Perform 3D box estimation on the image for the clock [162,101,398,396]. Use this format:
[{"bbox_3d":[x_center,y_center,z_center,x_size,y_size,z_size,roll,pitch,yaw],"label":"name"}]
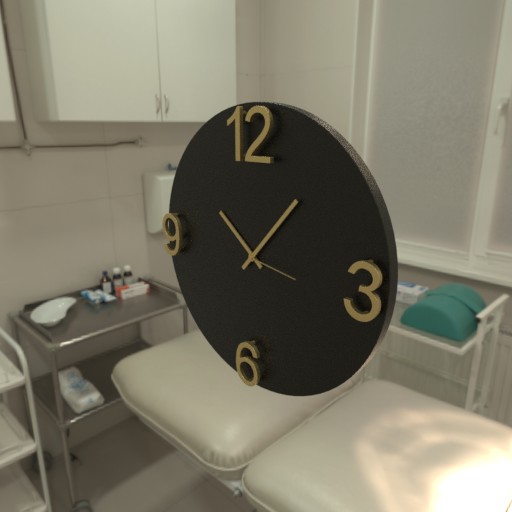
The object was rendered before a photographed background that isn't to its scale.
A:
[{"bbox_3d":[0.000,0.000,0.690,0.454,0.454,0.038,15,23,42],"label":"clock"}]
